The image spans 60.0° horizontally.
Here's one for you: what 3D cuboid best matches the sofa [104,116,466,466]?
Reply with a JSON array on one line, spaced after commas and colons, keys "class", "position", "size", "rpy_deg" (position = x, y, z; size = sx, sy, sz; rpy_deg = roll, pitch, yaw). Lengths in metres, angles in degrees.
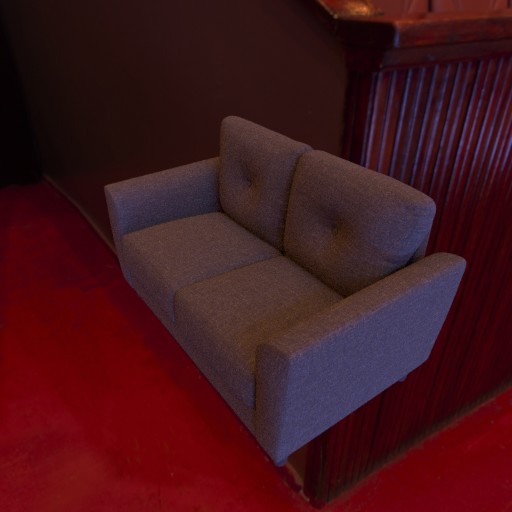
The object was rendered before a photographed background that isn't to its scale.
[{"class": "sofa", "position": [0.000, 0.000, 1.955], "size": [0.851, 0.885, 1.423], "rpy_deg": [-21, 38, -30]}]
